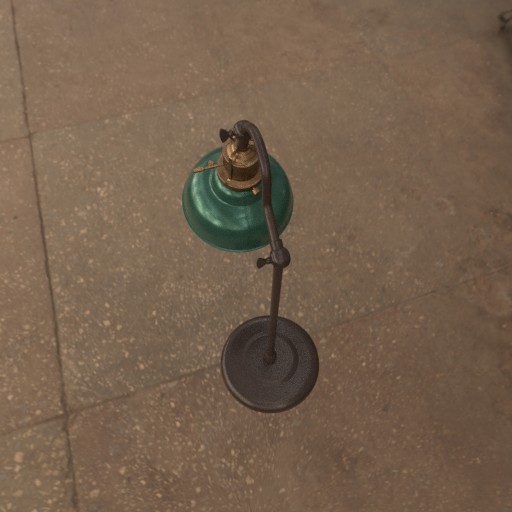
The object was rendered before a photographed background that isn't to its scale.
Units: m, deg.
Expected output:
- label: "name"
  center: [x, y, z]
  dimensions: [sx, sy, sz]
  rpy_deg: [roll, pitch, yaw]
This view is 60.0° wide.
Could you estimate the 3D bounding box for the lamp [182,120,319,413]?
- label: "lamp"
  center: [0.000, 0.000, 0.694]
  dimensions: [0.192, 0.508, 0.374]
  rpy_deg: [-15, 59, -9]
